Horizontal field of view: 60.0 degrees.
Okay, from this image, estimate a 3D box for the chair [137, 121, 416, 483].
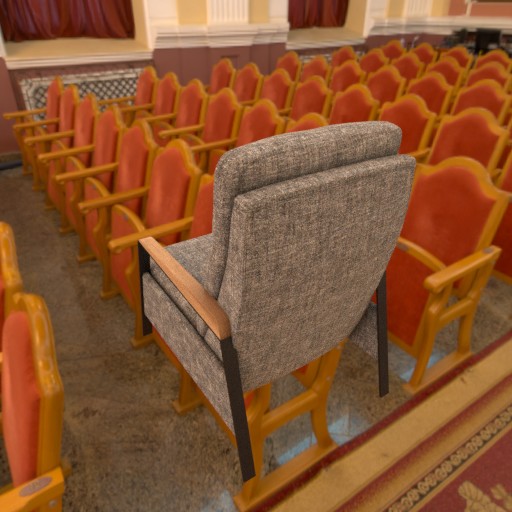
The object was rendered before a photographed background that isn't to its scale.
[{"bbox_3d":[0.000,0.000,1.627,0.671,1.042,0.868,-18,35,-29],"label":"chair"}]
